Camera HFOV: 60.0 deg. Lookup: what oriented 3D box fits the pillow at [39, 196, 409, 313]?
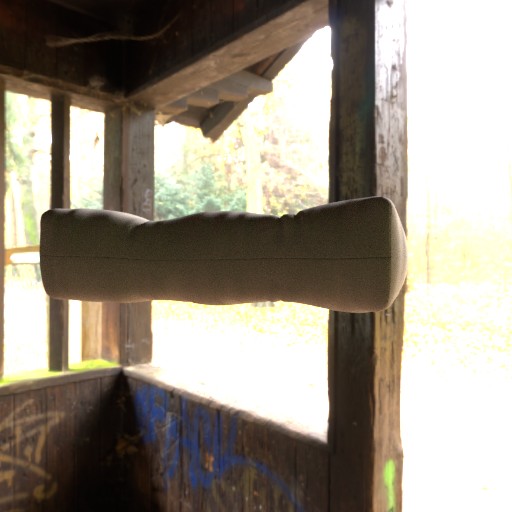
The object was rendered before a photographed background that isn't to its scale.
[{"bbox_3d":[0.000,0.000,0.728,0.468,0.128,0.490,0,0,18],"label":"pillow"}]
